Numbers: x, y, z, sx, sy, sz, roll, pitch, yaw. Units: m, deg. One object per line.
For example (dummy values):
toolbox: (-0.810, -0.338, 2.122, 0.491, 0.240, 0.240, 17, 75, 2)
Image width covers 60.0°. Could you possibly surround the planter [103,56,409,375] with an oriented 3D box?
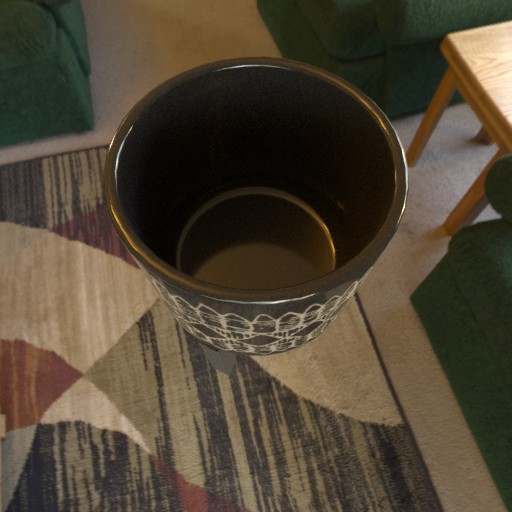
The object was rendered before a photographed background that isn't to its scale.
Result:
planter: (0.000, 0.000, 0.522, 0.251, 0.355, 0.251, -30, 67, -14)
